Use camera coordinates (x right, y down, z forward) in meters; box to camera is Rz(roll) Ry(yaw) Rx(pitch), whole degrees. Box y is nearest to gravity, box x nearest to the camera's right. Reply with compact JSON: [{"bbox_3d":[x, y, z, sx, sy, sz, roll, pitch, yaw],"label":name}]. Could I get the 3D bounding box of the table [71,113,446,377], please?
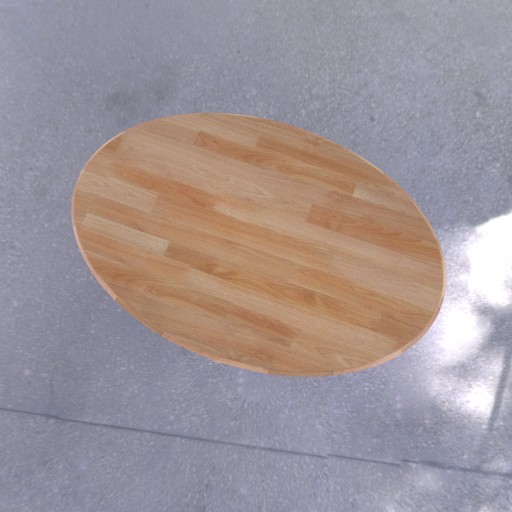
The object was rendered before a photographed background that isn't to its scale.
[{"bbox_3d":[0.000,0.000,1.399,1.040,0.490,0.690,19,77,5],"label":"table"}]
